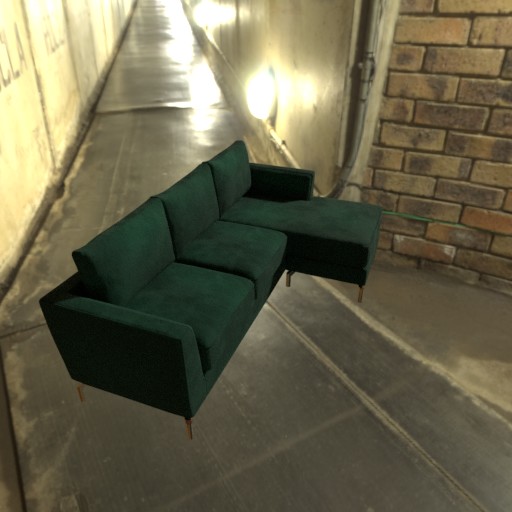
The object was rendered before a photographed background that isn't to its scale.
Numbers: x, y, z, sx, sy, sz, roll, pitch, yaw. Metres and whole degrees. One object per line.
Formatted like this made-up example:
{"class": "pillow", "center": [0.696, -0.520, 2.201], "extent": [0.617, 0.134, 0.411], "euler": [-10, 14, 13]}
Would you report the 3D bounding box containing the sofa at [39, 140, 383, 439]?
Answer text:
{"class": "sofa", "center": [0.000, 0.000, 3.152], "extent": [1.489, 1.007, 2.441], "euler": [11, 32, 18]}
